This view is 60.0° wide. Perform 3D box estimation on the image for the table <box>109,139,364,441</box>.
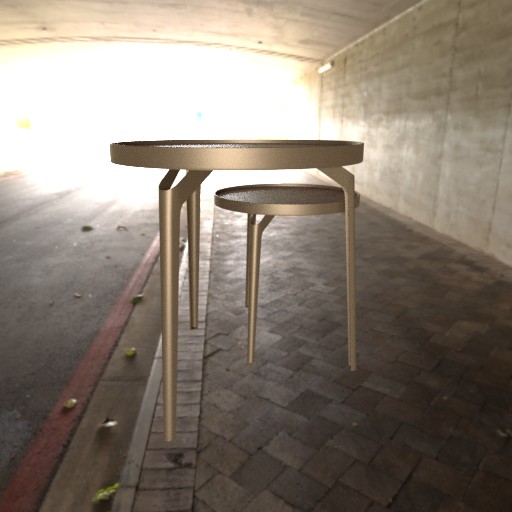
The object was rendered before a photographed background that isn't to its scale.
[{"bbox_3d":[0.000,0.000,1.105,0.532,0.555,0.751,8,18,27],"label":"table"}]
